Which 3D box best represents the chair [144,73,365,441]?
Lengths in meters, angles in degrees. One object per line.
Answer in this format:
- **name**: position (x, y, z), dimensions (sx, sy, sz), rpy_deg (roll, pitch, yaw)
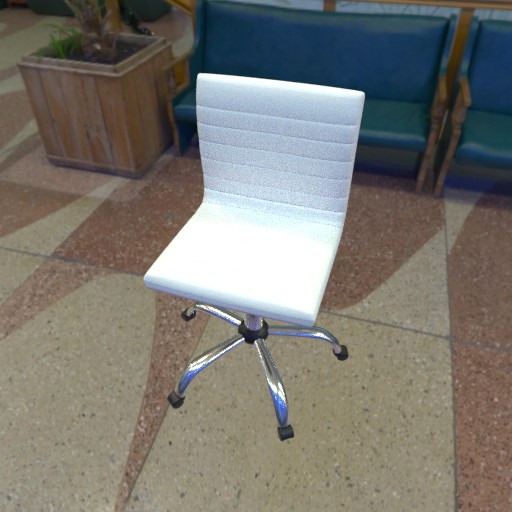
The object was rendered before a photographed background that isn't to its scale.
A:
- **chair**: position (0.000, 0.000, 1.129), dimensions (0.556, 0.780, 0.530), rpy_deg (12, 42, 14)
